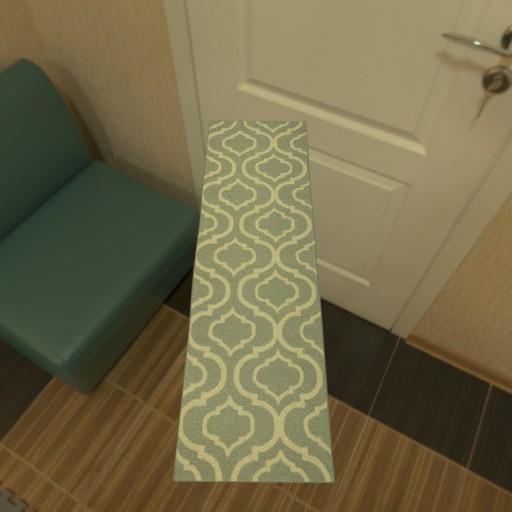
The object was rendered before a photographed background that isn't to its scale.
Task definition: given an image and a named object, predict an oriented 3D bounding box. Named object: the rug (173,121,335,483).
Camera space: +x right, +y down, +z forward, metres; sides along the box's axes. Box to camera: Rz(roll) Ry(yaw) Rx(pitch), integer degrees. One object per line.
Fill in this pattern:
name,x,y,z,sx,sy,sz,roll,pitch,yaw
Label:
rug,0.000,0.000,2.487,0.684,0.009,2.275,0,56,0
